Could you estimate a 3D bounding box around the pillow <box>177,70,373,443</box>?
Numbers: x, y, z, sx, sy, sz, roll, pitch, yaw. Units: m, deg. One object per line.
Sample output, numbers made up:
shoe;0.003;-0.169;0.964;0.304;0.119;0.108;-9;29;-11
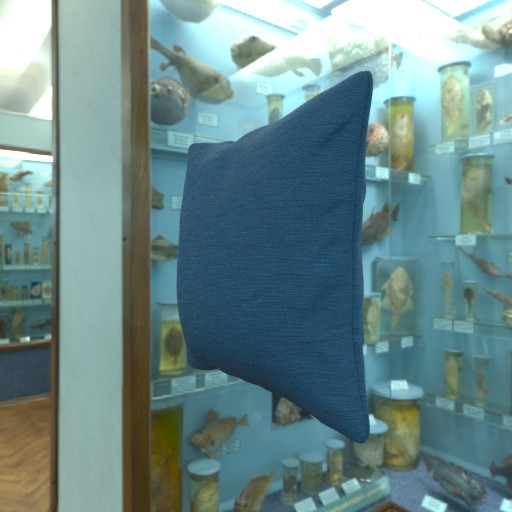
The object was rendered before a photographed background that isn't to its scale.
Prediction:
pillow;0.000;0.000;0.667;0.177;0.420;0.437;0;1;-35
